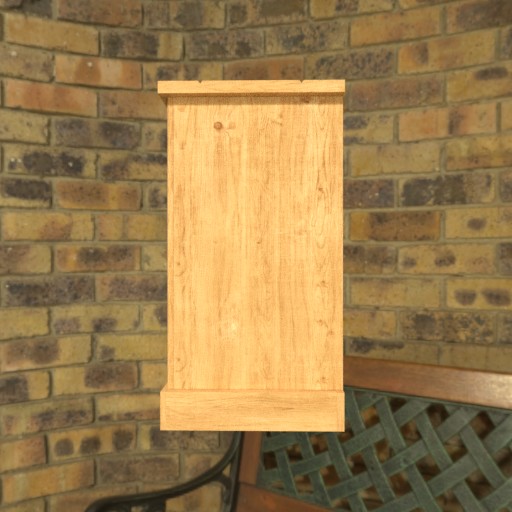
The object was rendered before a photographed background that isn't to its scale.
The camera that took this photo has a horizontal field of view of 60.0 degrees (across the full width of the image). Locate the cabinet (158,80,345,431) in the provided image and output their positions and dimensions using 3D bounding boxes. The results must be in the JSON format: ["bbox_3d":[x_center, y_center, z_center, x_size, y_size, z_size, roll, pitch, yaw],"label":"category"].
[{"bbox_3d":[0.000,0.000,1.681,0.432,0.810,1.321,0,0,1],"label":"cabinet"}]
